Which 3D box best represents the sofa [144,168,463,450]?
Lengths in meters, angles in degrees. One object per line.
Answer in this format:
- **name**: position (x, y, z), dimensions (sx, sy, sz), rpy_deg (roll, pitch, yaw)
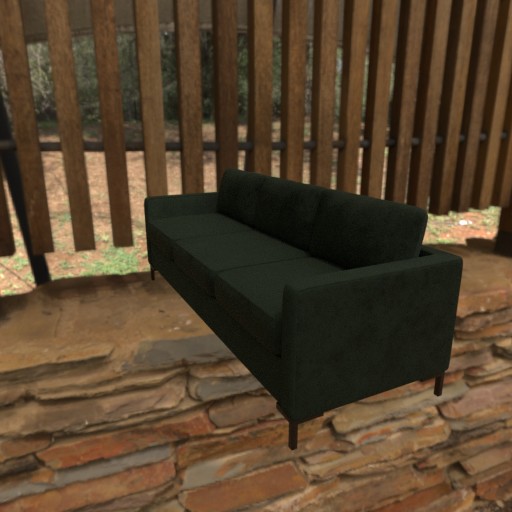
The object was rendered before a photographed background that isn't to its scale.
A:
- **sofa**: position (0.000, 0.000, 2.675), dimensions (0.859, 0.870, 2.218), rpy_deg (-8, 18, -26)
